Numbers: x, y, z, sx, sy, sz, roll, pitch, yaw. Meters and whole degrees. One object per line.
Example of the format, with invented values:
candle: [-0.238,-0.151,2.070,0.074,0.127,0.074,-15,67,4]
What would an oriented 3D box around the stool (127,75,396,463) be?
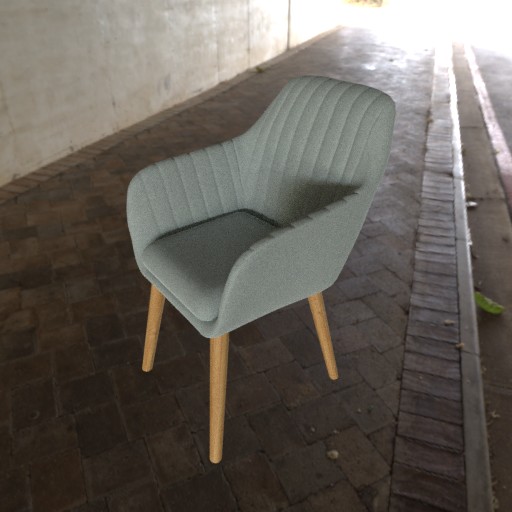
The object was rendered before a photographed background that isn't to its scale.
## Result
stool: [0.000,0.000,1.197,0.590,0.830,0.503,-23,39,-31]
